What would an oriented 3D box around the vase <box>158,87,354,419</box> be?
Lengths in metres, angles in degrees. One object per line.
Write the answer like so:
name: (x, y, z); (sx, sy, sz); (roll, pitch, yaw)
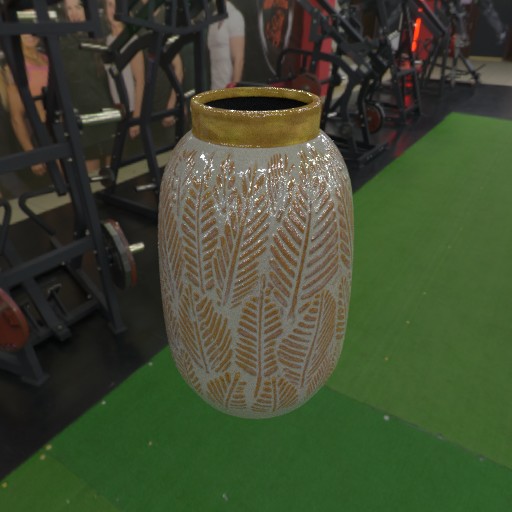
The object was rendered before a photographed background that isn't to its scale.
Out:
vase: (0.000, 0.000, 0.395); (0.172, 0.270, 0.172); (0, 30, 0)
